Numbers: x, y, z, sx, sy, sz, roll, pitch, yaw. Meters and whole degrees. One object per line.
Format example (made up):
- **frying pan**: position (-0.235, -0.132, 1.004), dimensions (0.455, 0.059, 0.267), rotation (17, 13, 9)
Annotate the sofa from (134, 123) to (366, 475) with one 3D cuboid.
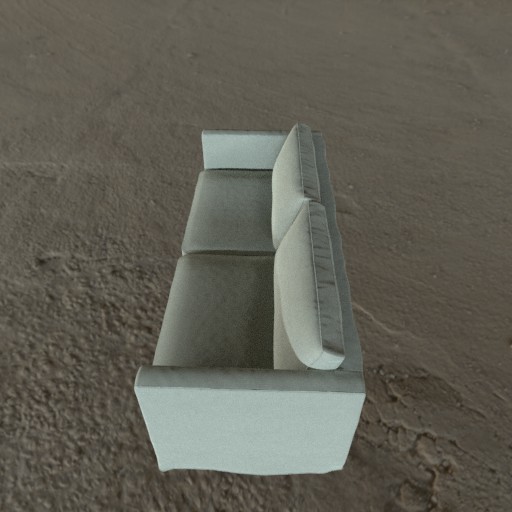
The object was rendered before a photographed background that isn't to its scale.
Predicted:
- **sofa**: position (0.000, 0.000, 2.775), dimensions (0.962, 0.853, 2.312), rotation (1, 42, 1)
